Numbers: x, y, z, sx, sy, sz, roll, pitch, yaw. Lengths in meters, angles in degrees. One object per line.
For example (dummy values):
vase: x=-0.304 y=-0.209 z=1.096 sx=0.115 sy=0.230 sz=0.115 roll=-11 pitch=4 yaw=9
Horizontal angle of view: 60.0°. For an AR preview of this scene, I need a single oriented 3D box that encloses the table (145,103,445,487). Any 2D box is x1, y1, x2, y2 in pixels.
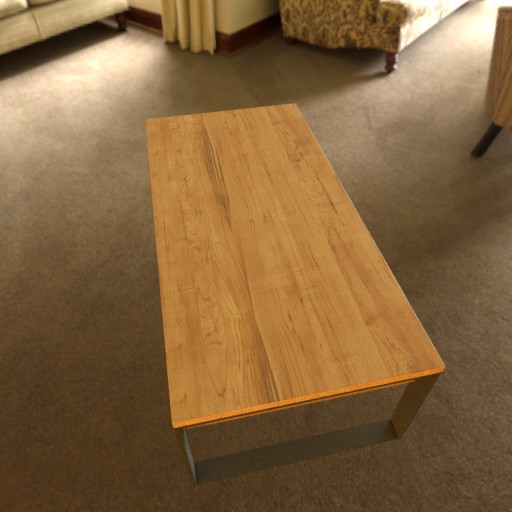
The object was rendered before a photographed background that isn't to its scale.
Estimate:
table: x=0.000 y=0.000 z=1.446 sx=0.590 sy=0.400 sz=1.180 roll=-9 pitch=47 yaw=-8
